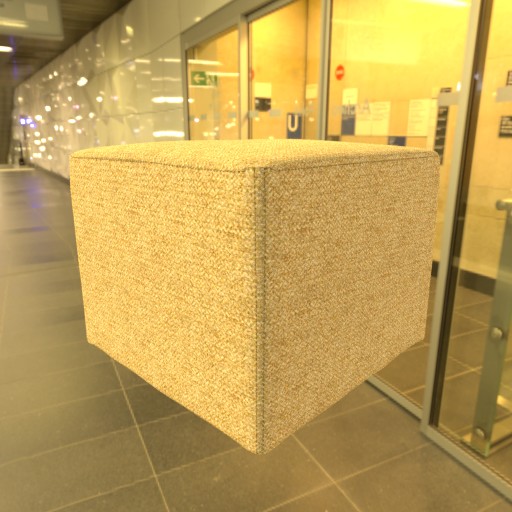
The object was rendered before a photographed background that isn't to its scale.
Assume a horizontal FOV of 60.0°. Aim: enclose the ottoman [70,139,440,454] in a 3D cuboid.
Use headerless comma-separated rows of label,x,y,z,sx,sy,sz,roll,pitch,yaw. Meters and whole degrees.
ottoman,0.000,0.000,0.870,0.505,0.441,0.512,15,21,42
